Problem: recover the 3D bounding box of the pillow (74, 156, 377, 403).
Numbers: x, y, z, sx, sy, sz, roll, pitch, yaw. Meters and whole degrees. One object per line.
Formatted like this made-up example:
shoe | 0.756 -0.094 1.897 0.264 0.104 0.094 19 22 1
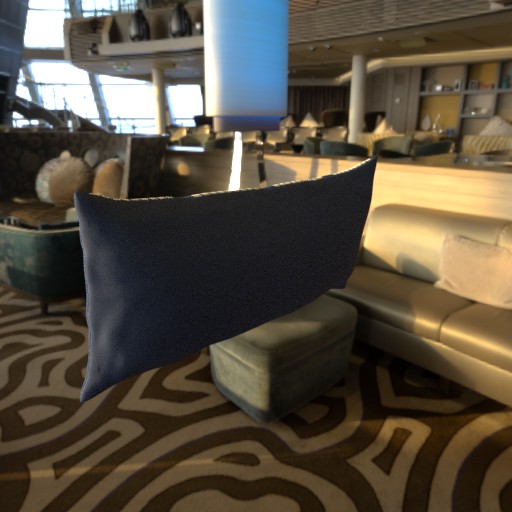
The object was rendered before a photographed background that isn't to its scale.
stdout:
pillow | 0.000 0.000 0.734 0.608 0.292 0.156 -16 23 -42
